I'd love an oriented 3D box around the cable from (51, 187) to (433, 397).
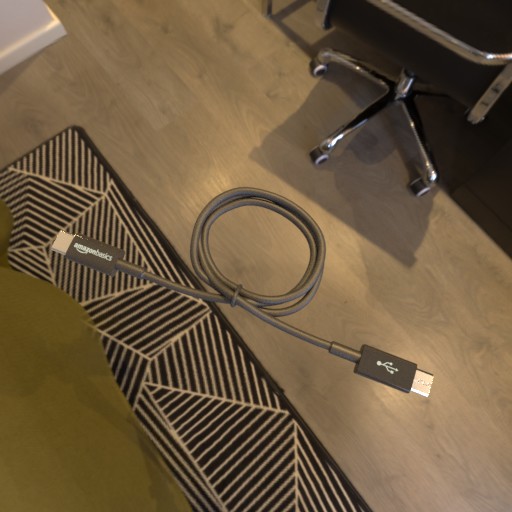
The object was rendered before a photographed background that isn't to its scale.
[{"bbox_3d":[0.000,0.000,0.215,0.192,0.014,0.070,20,75,6],"label":"cable"}]
